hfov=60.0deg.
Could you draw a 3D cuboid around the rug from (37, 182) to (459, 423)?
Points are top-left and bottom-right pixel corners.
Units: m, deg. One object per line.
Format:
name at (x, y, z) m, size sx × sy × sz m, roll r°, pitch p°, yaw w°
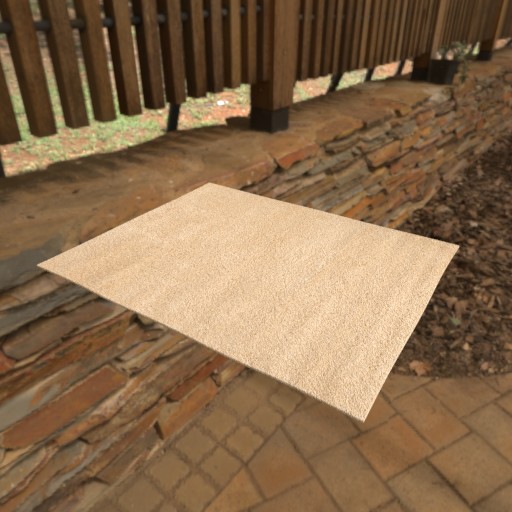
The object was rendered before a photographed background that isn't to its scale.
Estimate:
rug at (0.000, 0.000, 4.020) m, size 3.000 × 0.025 × 2.400 m, roll 18°, pitch 35°, yaw 28°
